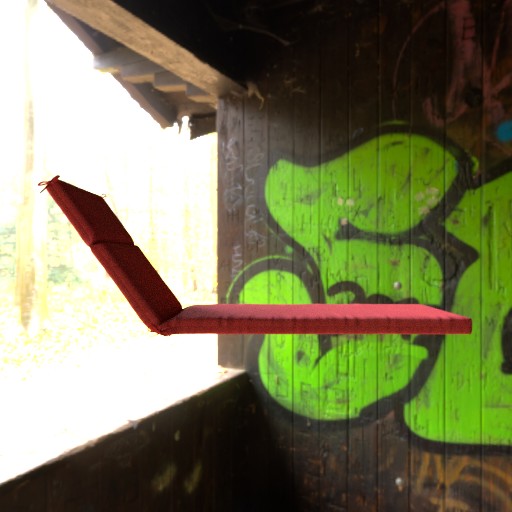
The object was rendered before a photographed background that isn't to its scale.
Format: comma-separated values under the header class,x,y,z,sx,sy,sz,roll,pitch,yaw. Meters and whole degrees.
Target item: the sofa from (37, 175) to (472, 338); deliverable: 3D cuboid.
class,x,y,z,sx,sy,sz,roll,pitch,yaw
sofa,0.000,0.000,1.942,1.663,0.622,0.582,0,0,0
